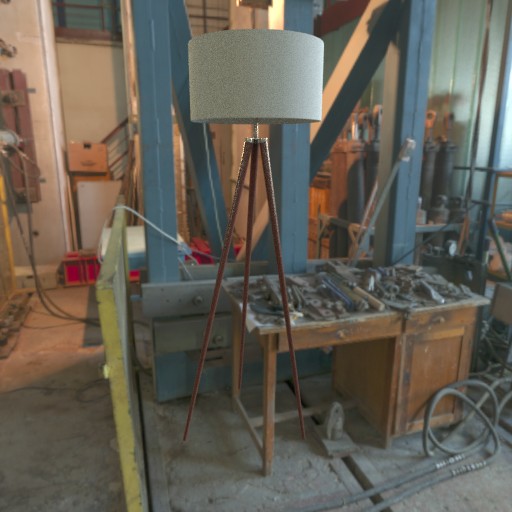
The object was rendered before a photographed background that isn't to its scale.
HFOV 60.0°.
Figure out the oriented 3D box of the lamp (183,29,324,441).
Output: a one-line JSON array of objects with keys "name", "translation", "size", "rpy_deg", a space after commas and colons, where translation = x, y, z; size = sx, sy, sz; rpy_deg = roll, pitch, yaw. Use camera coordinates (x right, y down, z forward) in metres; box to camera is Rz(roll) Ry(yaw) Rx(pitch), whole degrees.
[{"name": "lamp", "translation": [0.000, 0.000, 1.778], "size": [0.483, 1.553, 0.483], "rpy_deg": [7, 16, 27]}]
